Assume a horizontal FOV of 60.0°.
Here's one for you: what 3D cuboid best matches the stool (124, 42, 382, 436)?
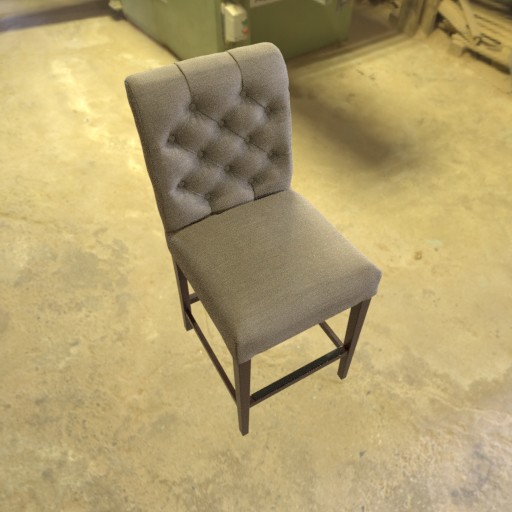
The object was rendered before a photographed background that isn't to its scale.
[{"bbox_3d":[0.000,0.000,1.456,0.486,1.084,0.660,-23,52,-19],"label":"stool"}]
